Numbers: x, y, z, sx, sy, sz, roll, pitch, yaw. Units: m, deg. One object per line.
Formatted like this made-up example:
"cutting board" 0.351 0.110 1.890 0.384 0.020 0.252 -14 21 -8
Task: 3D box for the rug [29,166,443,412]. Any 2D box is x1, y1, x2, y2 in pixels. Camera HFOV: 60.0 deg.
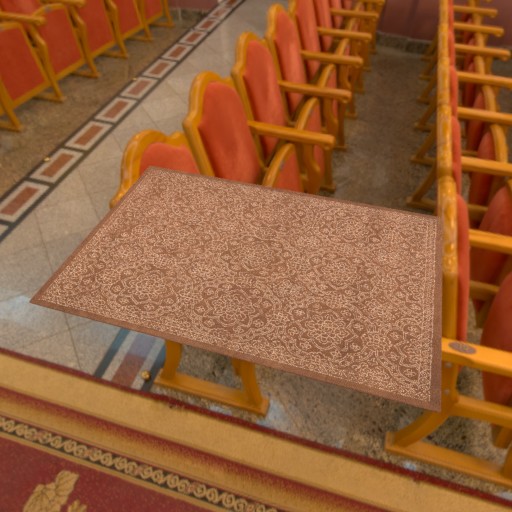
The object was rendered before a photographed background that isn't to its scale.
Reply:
"rug" 0.000 0.000 2.846 2.286 0.011 1.524 12 45 12
